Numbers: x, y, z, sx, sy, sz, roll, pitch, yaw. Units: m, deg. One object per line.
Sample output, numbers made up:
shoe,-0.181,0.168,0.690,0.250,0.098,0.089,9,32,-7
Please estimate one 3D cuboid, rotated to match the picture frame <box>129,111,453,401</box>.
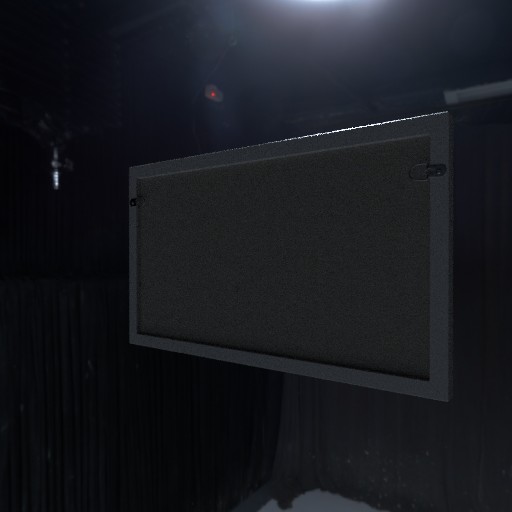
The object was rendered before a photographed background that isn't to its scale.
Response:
picture frame,0.000,0.000,0.782,0.647,0.379,0.044,0,0,36
